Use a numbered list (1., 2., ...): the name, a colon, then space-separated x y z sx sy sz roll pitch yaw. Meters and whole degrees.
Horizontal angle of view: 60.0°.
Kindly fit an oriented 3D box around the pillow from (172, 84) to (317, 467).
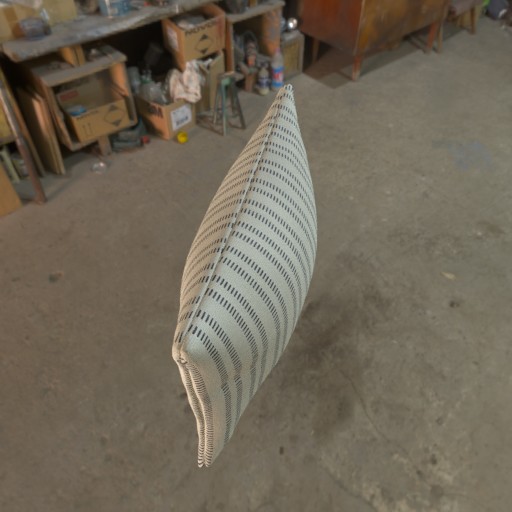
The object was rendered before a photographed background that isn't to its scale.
1. pillow: 0.000 0.000 0.799 0.210 0.353 0.640 10 47 9
